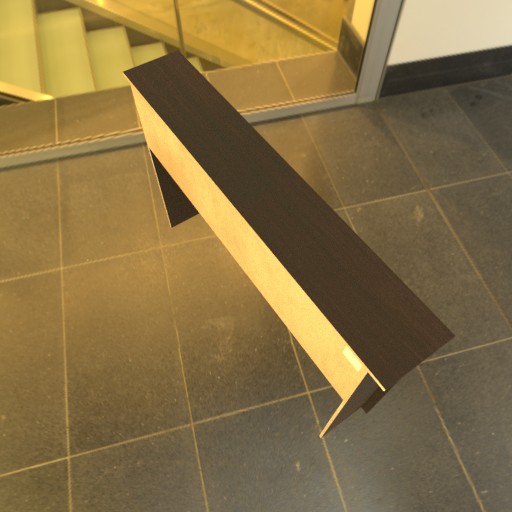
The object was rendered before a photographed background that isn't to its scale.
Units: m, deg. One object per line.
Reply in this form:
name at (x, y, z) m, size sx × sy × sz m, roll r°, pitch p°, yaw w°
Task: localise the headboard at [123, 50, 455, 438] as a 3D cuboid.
headboard at (0.000, 0.000, 2.086) m, size 0.279 × 1.092 × 1.671 m, roll -30°, pitch 63°, yaw -17°
